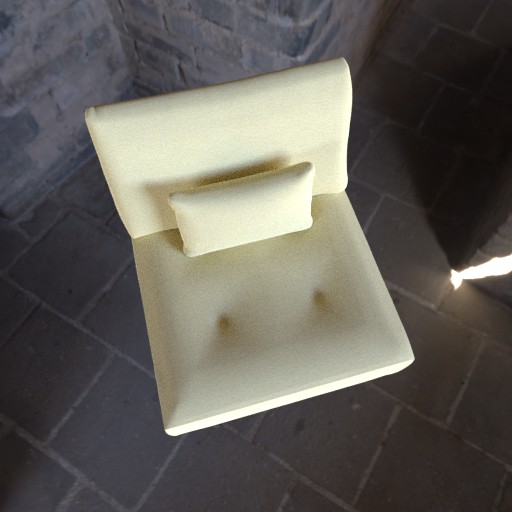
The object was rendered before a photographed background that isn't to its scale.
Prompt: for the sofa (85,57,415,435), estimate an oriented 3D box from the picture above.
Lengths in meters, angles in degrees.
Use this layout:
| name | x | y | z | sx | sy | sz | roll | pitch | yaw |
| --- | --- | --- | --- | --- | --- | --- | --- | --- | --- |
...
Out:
| name | x | y | z | sx | sy | sz | roll | pitch | yaw |
| --- | --- | --- | --- | --- | --- | --- | --- | --- | --- |
| sofa | 0.000 | 0.000 | 1.644 | 0.930 | 0.820 | 1.000 | -14 | 65 | -6 |
